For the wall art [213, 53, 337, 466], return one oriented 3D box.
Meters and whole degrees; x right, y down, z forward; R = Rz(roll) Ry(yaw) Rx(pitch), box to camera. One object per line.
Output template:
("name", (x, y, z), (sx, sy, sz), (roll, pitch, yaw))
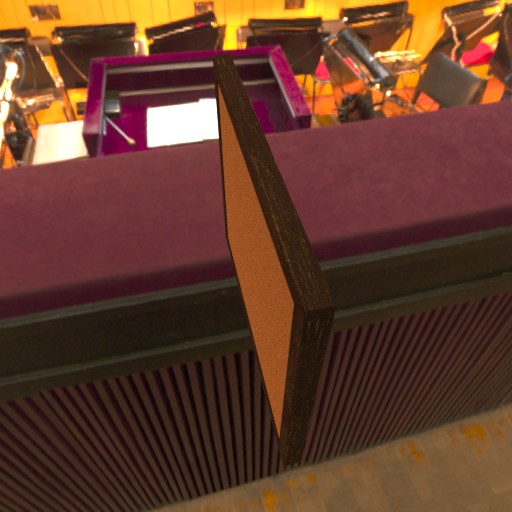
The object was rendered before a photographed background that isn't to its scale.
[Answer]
("wall art", (0.000, 0.000, 0.768), (0.032, 0.457, 0.558), (-9, 49, -8))
